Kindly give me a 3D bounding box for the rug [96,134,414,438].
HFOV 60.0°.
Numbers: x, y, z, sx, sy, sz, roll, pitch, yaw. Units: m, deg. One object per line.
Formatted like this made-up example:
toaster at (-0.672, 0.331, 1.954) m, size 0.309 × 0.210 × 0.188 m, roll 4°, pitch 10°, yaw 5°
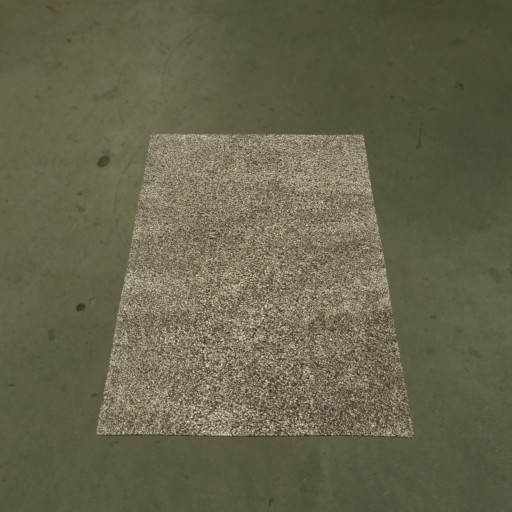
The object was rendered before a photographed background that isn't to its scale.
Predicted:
rug at (0.000, 0.000, 2.091) m, size 1.198 × 0.025 × 1.601 m, roll 0°, pitch 58°, yaw 0°
